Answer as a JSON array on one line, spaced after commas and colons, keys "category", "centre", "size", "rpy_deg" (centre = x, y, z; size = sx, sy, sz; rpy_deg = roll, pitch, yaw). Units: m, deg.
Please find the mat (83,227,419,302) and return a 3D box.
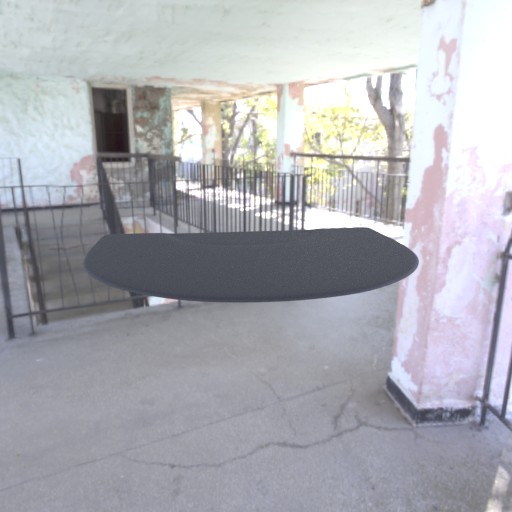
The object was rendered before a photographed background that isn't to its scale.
[{"category": "mat", "centre": [0.000, 0.000, 1.582], "size": [1.220, 0.016, 0.917], "rpy_deg": [-2, 14, -8]}]
